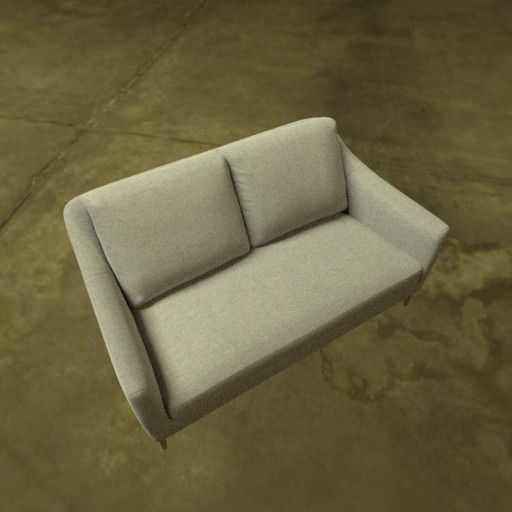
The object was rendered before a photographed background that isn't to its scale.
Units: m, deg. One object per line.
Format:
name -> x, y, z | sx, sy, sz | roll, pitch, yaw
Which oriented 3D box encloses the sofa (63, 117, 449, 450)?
sofa -> 0.000, 0.000, 2.183 | 1.619, 0.904, 0.960 | -24, 51, -22
